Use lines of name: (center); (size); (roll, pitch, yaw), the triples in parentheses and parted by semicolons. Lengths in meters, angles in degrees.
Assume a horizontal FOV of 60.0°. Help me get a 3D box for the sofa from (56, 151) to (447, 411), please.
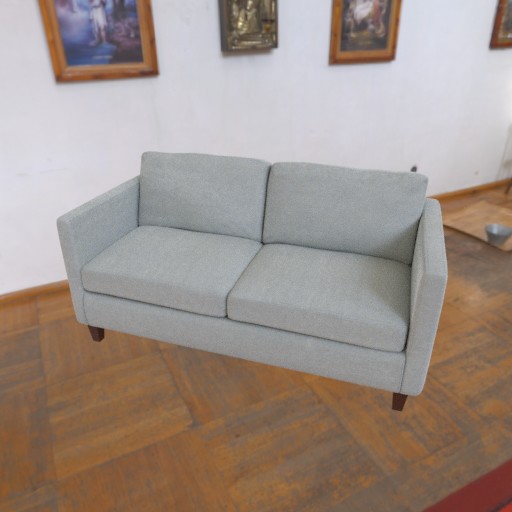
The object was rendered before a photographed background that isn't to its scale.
sofa: (0.000, 0.000, 2.475); (1.884, 0.963, 0.950); (8, 28, 16)
